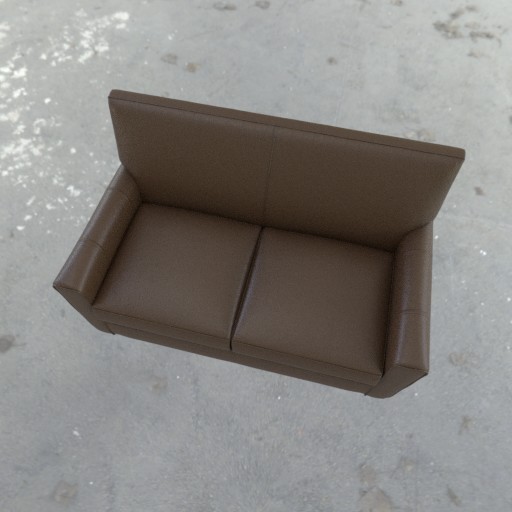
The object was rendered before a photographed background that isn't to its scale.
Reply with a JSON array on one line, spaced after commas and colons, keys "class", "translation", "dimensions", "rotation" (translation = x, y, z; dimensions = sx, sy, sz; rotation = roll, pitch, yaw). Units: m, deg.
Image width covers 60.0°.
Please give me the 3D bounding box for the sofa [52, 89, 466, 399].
[{"class": "sofa", "translation": [0.000, 0.000, 1.965], "dimensions": [1.468, 0.859, 0.853], "rotation": [12, 60, 7]}]
